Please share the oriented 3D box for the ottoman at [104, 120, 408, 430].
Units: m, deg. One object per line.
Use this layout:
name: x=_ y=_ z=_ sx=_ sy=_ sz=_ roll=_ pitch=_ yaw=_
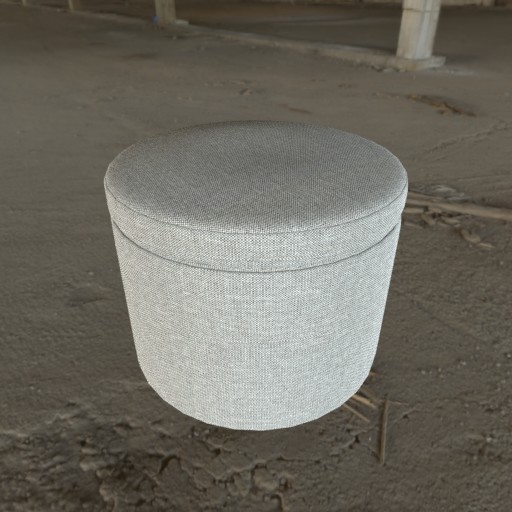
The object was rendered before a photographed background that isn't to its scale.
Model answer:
ottoman: x=0.000 y=0.000 z=0.851 sx=0.500 sy=0.419 sz=0.500 roll=0 pitch=32 yaw=0
